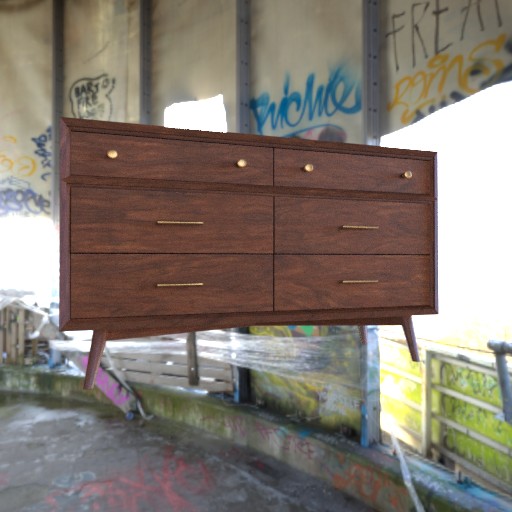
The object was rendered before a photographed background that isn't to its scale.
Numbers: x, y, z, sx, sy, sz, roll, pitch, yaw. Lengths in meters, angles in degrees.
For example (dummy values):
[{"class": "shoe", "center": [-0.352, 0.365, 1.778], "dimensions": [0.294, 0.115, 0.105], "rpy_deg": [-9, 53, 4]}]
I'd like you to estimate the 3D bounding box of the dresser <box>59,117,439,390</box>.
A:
[{"class": "dresser", "center": [0.000, 0.000, 1.864], "dimensions": [1.472, 0.889, 0.500], "rpy_deg": [0, -1, -18]}]
